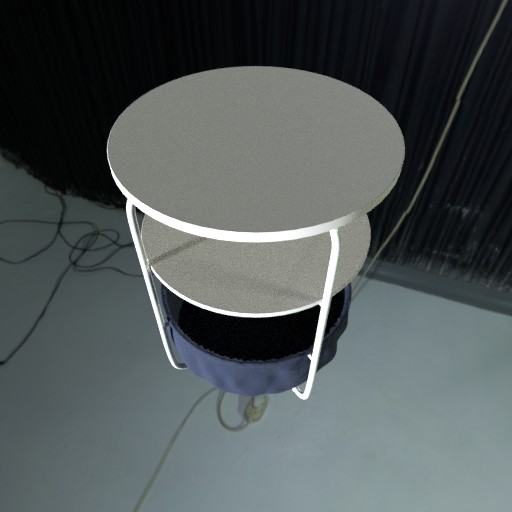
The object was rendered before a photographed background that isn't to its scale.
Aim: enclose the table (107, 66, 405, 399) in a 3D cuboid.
[{"bbox_3d":[0.000,0.000,0.834,0.418,0.532,0.418,11,48,10],"label":"table"}]
